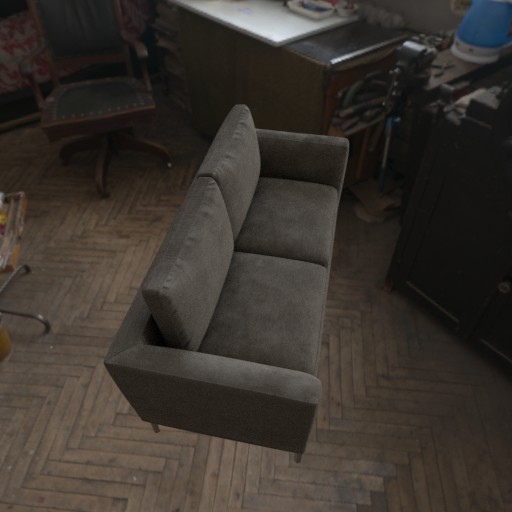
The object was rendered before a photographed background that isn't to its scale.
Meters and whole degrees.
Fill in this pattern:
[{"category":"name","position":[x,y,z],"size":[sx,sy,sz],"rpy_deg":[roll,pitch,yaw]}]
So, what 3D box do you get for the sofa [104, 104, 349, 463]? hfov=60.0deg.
[{"category":"sofa","position":[0.000,0.000,2.440],"size":[0.855,1.013,1.832],"rpy_deg":[8,47,8]}]
